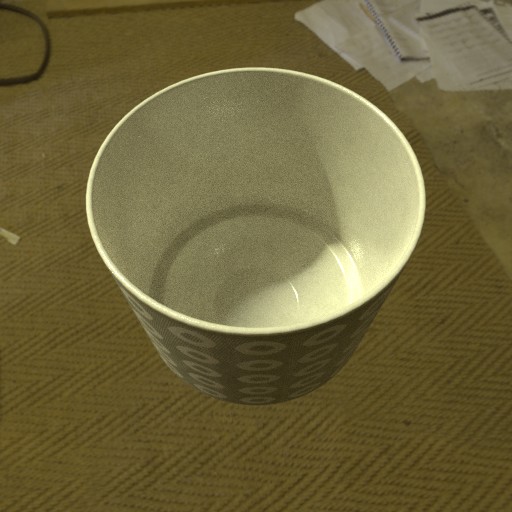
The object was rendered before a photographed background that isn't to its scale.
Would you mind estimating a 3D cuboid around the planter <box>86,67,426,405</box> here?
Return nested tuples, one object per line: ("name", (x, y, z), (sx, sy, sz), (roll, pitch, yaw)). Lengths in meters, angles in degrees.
("planter", (0.000, 0.000, 0.329), (0.190, 0.181, 0.190), (0, 60, 0))
